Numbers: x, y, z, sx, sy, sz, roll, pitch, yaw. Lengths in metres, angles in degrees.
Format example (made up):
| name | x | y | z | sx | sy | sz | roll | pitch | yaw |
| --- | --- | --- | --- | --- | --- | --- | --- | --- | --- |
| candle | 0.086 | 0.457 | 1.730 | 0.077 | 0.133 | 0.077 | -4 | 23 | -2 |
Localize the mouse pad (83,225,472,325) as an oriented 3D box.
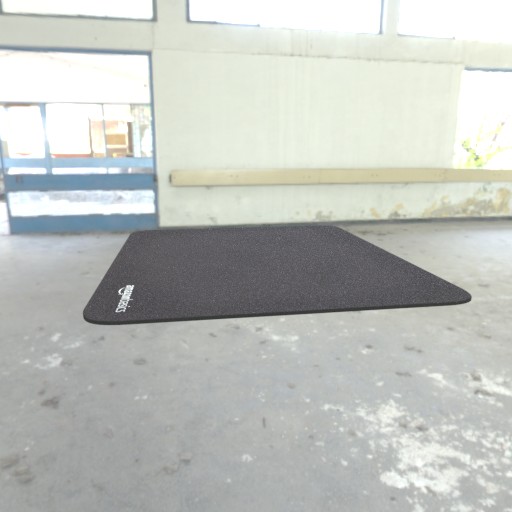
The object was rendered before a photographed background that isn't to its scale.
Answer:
| name | x | y | z | sx | sy | sz | roll | pitch | yaw |
| --- | --- | --- | --- | --- | --- | --- | --- | --- | --- |
| mouse pad | 0.000 | 0.000 | 0.341 | 0.211 | 0.002 | 0.249 | -2 | 14 | -9 |
